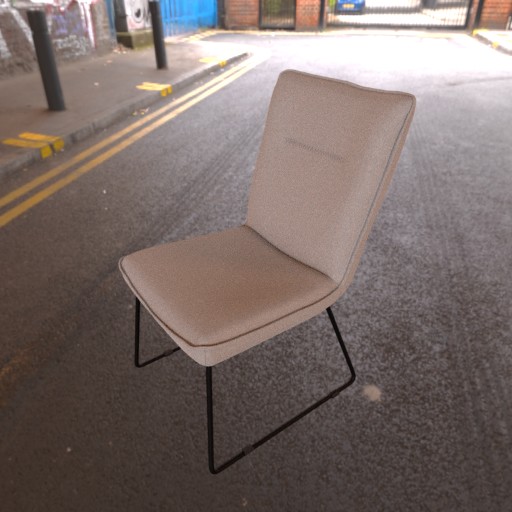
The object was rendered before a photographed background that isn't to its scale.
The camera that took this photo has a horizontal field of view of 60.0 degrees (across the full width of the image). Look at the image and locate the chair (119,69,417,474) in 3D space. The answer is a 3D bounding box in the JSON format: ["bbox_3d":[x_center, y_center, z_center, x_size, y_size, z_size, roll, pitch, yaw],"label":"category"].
[{"bbox_3d":[0.000,0.000,1.319,0.688,0.930,0.515,-21,37,-31],"label":"chair"}]
